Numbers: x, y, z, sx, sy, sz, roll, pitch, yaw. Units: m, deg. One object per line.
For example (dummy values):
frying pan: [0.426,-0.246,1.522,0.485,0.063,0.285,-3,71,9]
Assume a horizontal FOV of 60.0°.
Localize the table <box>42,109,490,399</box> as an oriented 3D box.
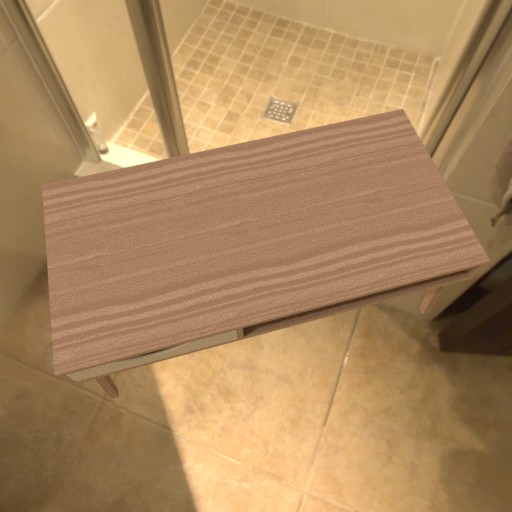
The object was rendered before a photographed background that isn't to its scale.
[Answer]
table: [0.000,0.000,1.502,1.200,0.450,0.600,-14,64,-7]
